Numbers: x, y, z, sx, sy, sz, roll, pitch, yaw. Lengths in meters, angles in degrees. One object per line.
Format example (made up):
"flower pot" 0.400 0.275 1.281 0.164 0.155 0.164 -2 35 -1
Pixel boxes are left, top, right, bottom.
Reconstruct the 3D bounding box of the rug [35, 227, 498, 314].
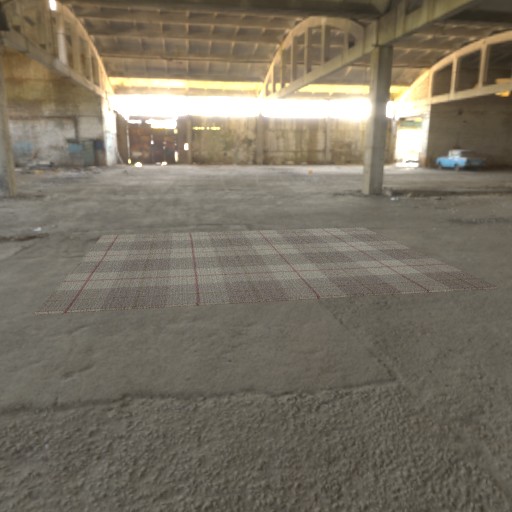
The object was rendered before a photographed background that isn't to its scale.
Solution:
"rug" 0.000 0.000 3.896 2.959 0.016 2.317 -2 14 -9
